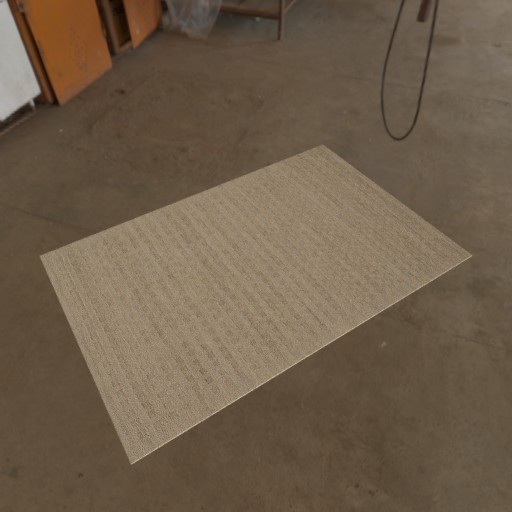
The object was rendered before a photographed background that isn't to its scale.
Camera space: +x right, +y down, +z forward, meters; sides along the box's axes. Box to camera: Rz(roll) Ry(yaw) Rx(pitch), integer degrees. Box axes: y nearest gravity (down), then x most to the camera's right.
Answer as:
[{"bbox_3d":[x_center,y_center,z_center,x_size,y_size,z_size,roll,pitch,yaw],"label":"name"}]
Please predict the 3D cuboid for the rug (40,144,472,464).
[{"bbox_3d":[0.000,0.000,2.143,1.752,0.006,1.142,-26,52,-22],"label":"rug"}]
